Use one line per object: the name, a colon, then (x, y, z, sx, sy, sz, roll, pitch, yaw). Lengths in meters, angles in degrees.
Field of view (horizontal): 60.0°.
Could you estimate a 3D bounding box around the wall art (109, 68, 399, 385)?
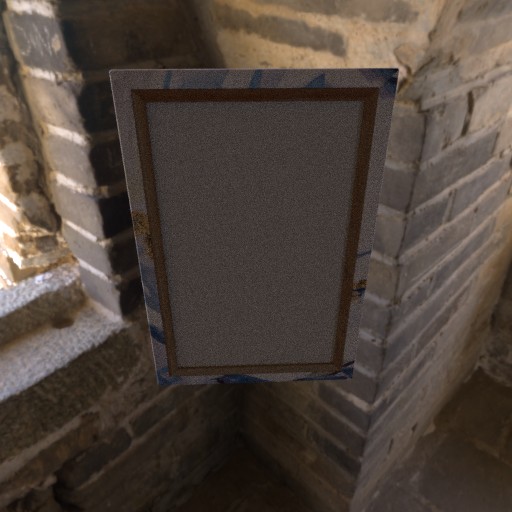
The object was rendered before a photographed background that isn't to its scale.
wall art: (0.000, 0.000, 1.165, 0.610, 0.914, 0.016, -1, 31, -2)
